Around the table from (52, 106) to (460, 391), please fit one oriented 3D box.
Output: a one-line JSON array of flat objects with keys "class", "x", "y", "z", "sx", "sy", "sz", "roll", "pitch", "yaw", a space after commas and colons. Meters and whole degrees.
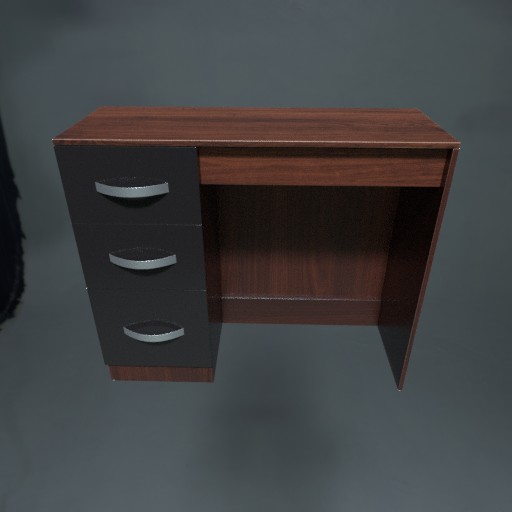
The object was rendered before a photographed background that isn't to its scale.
[{"class": "table", "x": 0.000, "y": 0.000, "z": 1.340, "sx": 0.930, "sy": 0.790, "sz": 0.380, "roll": 1, "pitch": 31, "yaw": 1}]
